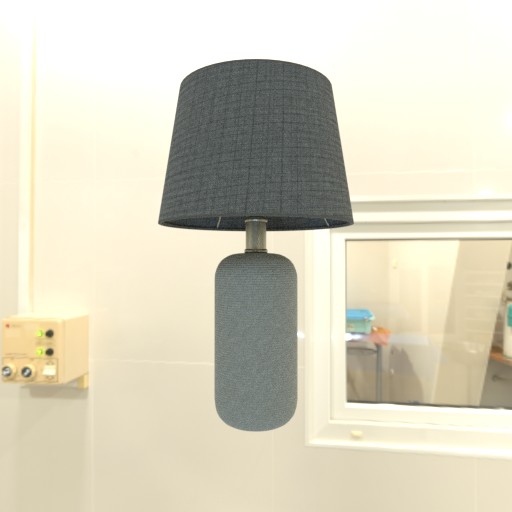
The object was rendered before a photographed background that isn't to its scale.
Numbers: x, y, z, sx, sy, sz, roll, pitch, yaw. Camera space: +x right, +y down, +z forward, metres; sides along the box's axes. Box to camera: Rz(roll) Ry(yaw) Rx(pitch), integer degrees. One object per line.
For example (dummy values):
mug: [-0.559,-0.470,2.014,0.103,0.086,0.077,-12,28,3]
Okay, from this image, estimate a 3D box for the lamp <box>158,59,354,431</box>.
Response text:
lamp: [0.000,0.000,0.581,0.251,0.429,0.251,0,-1,0]
